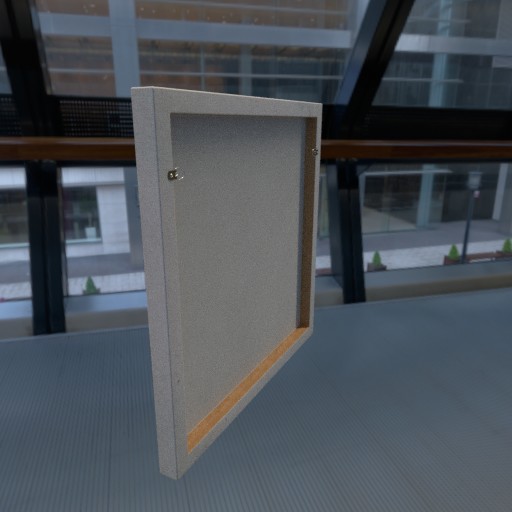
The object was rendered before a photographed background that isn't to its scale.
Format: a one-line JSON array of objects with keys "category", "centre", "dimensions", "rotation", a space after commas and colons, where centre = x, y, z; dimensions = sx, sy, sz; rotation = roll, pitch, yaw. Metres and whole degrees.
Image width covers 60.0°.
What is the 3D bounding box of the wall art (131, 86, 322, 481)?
[{"category": "wall art", "centre": [0.000, 0.000, 0.910], "dimensions": [0.040, 0.612, 0.612], "rotation": [9, 19, 27]}]
